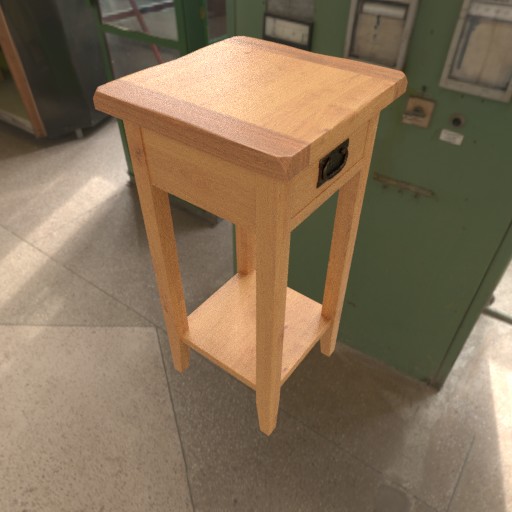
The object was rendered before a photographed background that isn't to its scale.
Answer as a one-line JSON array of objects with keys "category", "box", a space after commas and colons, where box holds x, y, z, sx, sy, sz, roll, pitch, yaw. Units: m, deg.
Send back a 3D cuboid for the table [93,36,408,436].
[{"category": "table", "box": [0.000, 0.000, 0.945, 0.360, 0.740, 0.360, 27, 48, 27]}]
